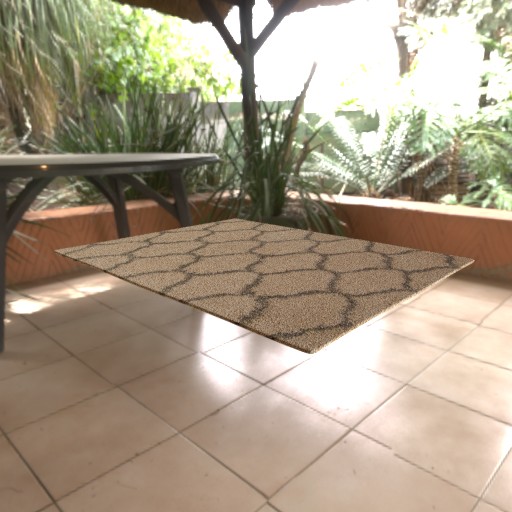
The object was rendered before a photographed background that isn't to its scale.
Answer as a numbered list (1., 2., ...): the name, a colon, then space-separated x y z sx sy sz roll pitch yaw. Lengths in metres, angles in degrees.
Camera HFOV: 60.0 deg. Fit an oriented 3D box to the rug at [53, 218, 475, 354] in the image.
1. rug: 0.000 0.000 4.005 3.000 0.026 2.399 14 20 42
